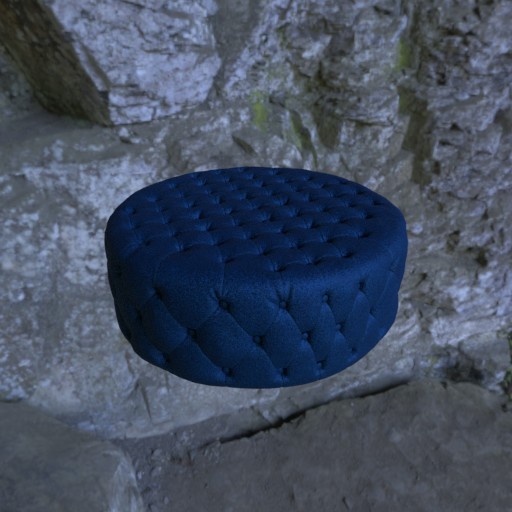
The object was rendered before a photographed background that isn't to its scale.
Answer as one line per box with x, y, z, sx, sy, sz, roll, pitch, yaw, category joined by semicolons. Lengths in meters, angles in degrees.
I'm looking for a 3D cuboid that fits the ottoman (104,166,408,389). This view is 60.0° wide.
0.000;0.000;1.560;0.998;0.398;0.998;0;29;0;ottoman
